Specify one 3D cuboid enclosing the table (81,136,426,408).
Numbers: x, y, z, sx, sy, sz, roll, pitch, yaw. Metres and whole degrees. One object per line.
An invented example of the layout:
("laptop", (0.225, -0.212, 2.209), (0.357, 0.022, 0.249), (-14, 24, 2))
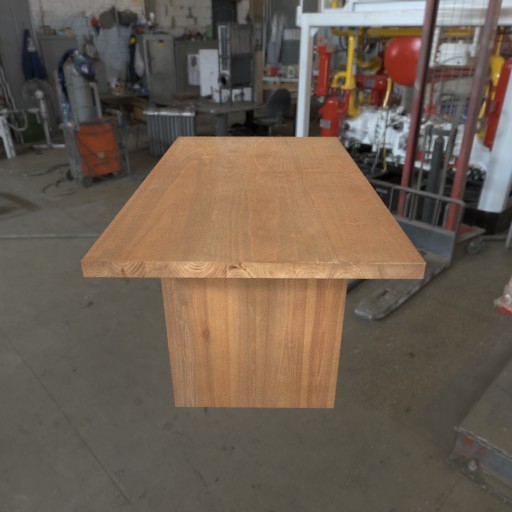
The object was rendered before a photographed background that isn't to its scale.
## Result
("table", (0.000, 0.000, 2.106), (0.946, 0.780, 1.609), (0, 27, 1))
